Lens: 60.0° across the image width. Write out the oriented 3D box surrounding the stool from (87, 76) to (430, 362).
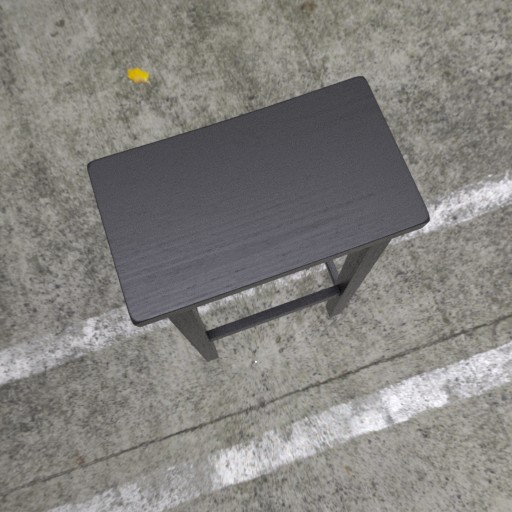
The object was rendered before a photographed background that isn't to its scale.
[{"bbox_3d":[0.000,0.000,0.944,0.406,0.742,0.322,-19,77,-4],"label":"stool"}]
